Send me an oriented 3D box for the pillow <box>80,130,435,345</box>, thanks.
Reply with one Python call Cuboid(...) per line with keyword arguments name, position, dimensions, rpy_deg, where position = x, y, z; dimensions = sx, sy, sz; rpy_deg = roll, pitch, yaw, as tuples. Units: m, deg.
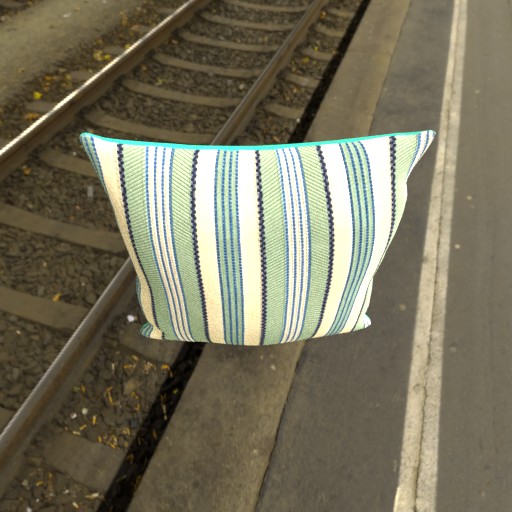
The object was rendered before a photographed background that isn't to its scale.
Cuboid(name="pillow", position=(0.000, 0.000, 0.687), dimensions=(0.440, 0.441, 0.182), rpy_deg=(-2, 48, -2))
